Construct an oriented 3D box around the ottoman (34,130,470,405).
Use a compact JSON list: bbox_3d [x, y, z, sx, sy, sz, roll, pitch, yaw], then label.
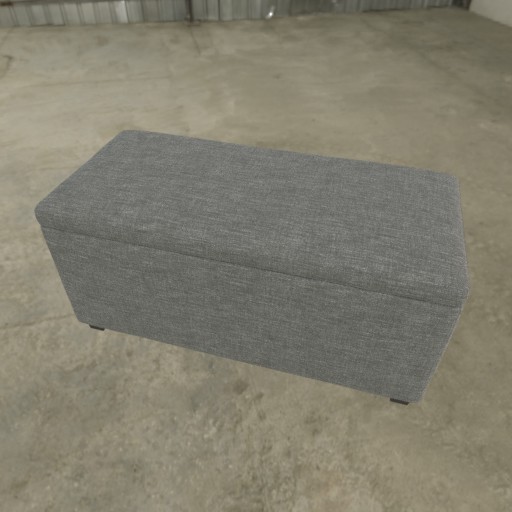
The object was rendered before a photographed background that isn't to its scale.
[{"bbox_3d":[0.000,0.000,1.114,0.902,0.432,0.419,11,42,12],"label":"ottoman"}]
